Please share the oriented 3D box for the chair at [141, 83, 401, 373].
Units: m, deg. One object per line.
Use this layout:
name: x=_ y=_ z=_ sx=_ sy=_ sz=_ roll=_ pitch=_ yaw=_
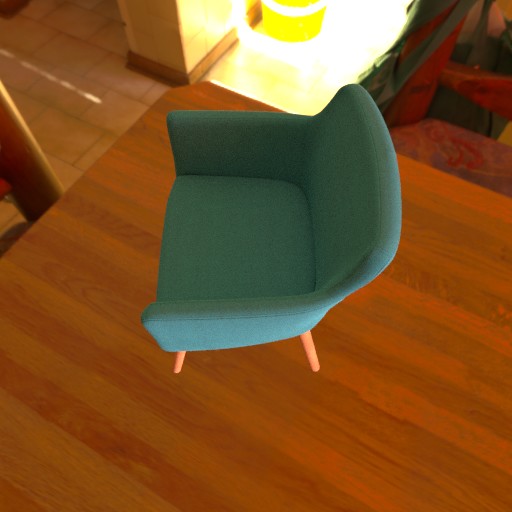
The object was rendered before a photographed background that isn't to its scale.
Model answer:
chair: x=0.000 y=0.000 z=1.176 sx=0.540 sy=0.780 sz=0.570 roll=-1 pitch=60 yaw=0
